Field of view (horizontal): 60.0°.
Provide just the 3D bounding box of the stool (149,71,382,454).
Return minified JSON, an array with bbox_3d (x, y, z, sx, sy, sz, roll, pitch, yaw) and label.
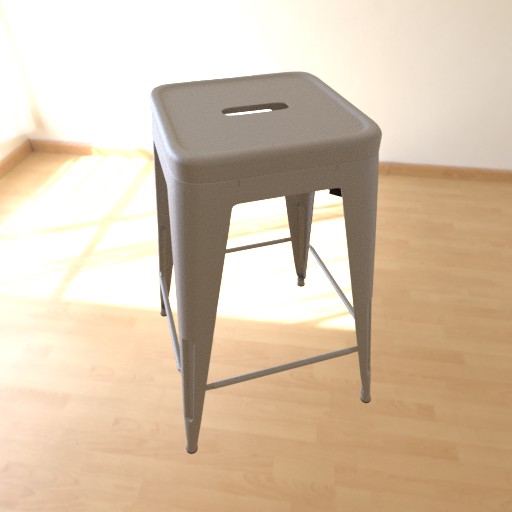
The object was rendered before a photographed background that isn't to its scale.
[{"bbox_3d":[0.000,0.000,0.885,0.410,0.608,0.410,-11,41,-13],"label":"stool"}]
